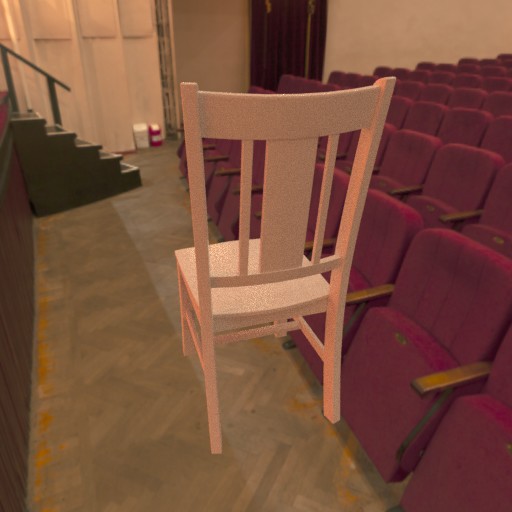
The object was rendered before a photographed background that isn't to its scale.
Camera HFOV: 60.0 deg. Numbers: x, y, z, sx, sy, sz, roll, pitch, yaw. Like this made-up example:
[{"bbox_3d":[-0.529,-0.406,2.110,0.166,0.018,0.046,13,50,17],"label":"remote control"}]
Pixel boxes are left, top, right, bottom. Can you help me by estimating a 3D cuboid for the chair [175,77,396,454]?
[{"bbox_3d":[0.000,0.000,1.295,0.450,0.998,0.555,-8,27,-16],"label":"chair"}]
